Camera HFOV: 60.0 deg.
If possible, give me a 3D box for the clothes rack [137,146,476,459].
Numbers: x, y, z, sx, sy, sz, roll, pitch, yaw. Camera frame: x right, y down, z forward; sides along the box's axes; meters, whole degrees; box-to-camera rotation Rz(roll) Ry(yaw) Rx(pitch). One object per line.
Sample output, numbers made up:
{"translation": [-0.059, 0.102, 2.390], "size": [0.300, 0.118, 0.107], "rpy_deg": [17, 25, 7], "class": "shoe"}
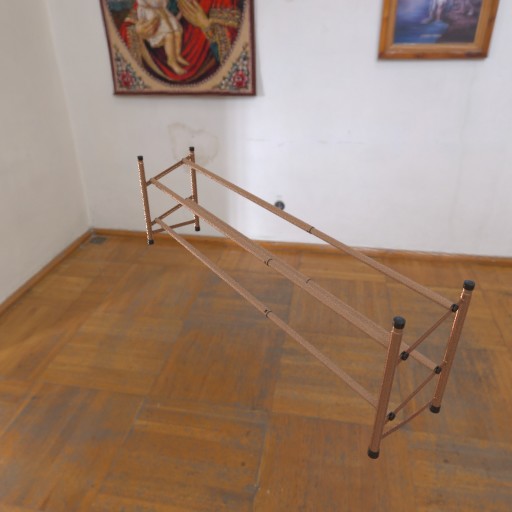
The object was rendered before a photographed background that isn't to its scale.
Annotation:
{"translation": [0.000, 0.000, 1.294], "size": [0.229, 0.349, 1.168], "rpy_deg": [-19, 34, -30], "class": "clothes rack"}
